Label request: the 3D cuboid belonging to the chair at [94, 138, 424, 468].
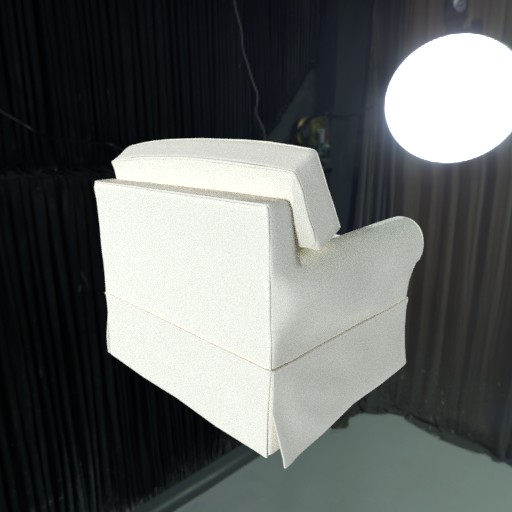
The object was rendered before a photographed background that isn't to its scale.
[{"bbox_3d":[0.000,0.000,1.865,1.099,0.958,0.904,14,20,42],"label":"chair"}]
